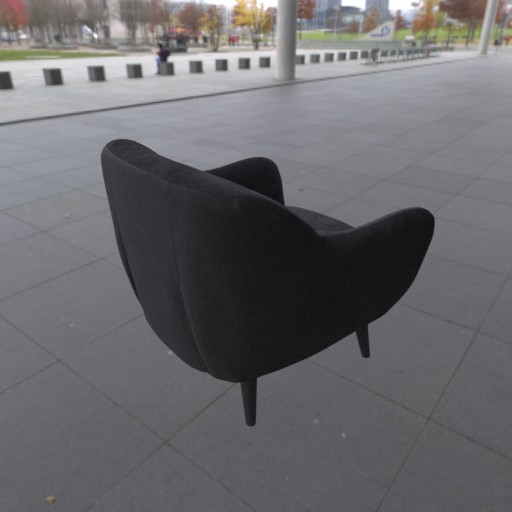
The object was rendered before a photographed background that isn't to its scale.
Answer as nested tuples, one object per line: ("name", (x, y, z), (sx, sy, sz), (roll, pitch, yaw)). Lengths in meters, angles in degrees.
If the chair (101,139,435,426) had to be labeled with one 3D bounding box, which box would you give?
("chair", (0.000, 0.000, 1.522), (0.819, 0.807, 0.840), (-19, 32, -33))
